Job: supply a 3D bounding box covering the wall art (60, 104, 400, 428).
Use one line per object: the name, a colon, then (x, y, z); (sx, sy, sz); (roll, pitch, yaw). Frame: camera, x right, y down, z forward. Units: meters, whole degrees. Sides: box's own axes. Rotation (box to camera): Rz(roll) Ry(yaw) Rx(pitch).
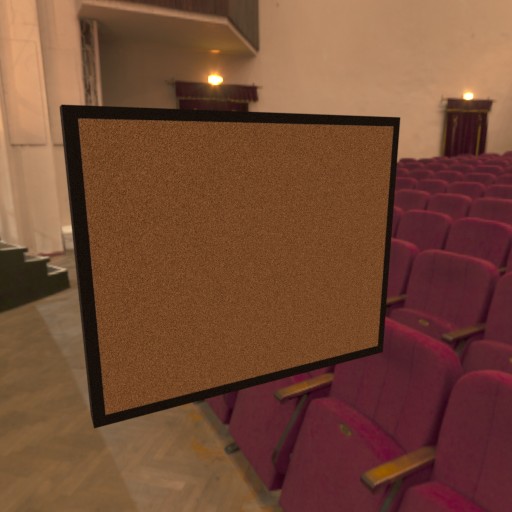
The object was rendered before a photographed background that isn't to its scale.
wall art: (0.000, 0.000, 0.527); (0.397, 0.325, 0.028); (-7, 16, -26)
